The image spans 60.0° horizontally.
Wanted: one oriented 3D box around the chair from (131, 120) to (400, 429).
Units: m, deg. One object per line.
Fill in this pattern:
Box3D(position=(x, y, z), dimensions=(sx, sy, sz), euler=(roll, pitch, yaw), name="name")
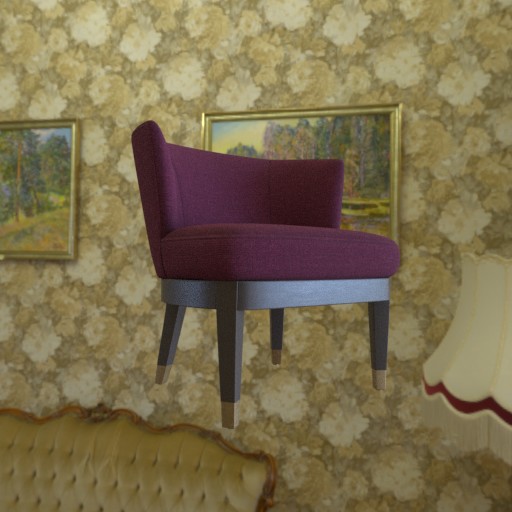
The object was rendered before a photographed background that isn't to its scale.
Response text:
Box3D(position=(0.000, 0.000, 1.314), dimensions=(0.700, 0.760, 0.660), euler=(1, -2, -36), name="chair")
